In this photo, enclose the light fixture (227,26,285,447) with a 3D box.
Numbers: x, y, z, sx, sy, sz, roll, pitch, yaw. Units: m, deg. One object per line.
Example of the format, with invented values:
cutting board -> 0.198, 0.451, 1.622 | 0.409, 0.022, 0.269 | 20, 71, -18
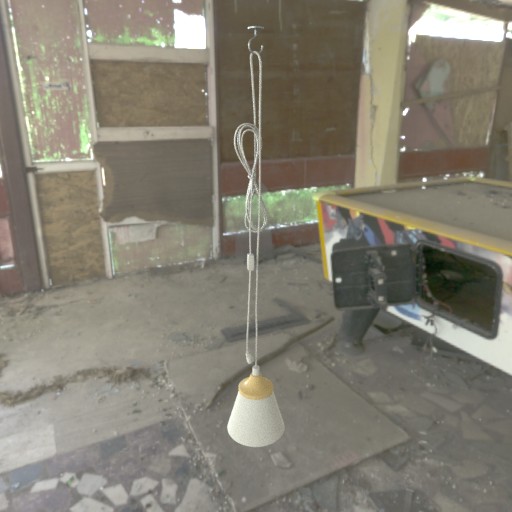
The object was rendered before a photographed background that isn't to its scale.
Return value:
light fixture -> 0.000, 0.000, 1.041 | 0.153, 0.966, 0.153 | 3, 18, 8
